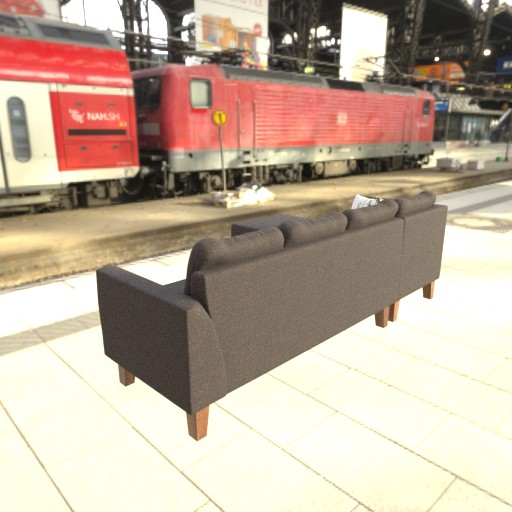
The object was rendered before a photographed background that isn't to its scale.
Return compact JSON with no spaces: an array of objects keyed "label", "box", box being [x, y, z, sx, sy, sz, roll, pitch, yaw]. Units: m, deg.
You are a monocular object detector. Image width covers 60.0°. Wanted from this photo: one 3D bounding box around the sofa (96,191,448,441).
[{"label":"sofa","box":[0.000,0.000,3.406,1.829,0.932,2.679,15,22,42]}]
